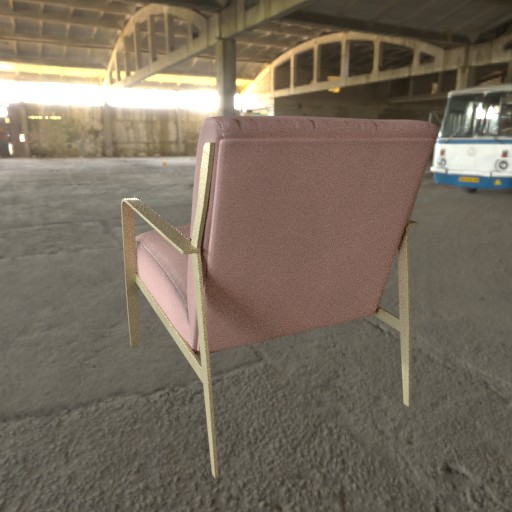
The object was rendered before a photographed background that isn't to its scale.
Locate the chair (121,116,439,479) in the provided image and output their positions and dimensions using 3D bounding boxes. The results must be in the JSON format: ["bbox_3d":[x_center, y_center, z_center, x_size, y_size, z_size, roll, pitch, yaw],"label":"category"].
[{"bbox_3d":[0.000,0.000,1.419,0.701,0.823,0.848,-8,17,-27],"label":"chair"}]
